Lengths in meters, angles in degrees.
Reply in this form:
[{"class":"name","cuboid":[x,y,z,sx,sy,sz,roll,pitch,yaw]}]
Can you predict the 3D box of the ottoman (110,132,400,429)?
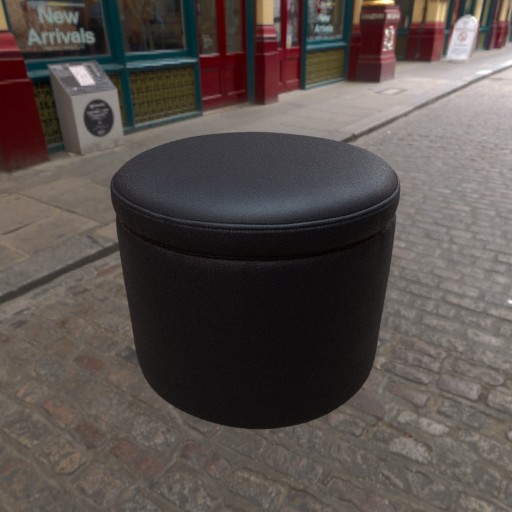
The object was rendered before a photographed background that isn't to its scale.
[{"class":"ottoman","cuboid":[0.000,0.000,0.866,0.501,0.409,0.501,0,27,0]}]
